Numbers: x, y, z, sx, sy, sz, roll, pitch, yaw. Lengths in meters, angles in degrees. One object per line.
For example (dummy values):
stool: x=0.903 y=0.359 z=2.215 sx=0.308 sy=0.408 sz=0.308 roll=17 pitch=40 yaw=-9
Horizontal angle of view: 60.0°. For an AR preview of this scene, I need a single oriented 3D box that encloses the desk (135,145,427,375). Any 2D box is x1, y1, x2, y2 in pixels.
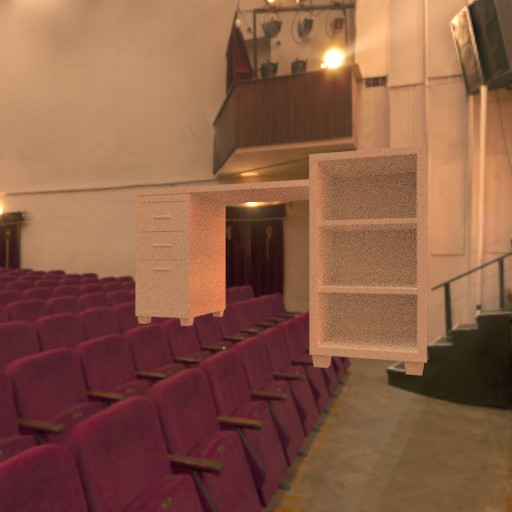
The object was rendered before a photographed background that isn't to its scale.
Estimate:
desk: x=0.000 y=0.000 z=2.173 sx=1.524 sy=0.759 sz=1.199 roll=0 pitch=-1 yaw=19
